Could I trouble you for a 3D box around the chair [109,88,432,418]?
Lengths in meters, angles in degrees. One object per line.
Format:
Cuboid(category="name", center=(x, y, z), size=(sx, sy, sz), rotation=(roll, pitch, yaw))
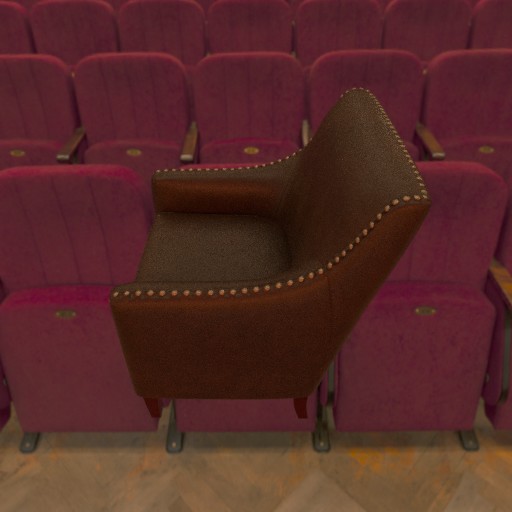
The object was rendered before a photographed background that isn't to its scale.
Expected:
Cuboid(category="chair", center=(0.000, 0.000, 1.327), size=(0.704, 0.813, 0.639), rotation=(0, 40, 0))
